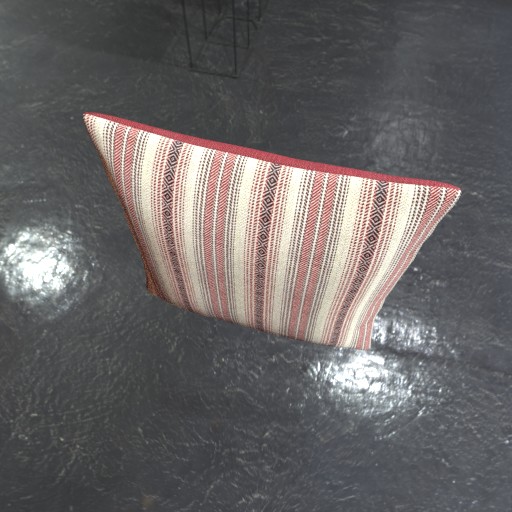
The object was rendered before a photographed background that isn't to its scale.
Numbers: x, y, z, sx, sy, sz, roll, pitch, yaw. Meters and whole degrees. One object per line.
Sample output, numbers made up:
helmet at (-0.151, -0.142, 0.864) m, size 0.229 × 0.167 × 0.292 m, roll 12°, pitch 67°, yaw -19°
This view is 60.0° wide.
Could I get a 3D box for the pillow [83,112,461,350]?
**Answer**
pillow at (0.000, 0.000, 0.775) m, size 0.513 × 0.497 × 0.166 m, roll 14°, pitch 58°, yaw 9°
